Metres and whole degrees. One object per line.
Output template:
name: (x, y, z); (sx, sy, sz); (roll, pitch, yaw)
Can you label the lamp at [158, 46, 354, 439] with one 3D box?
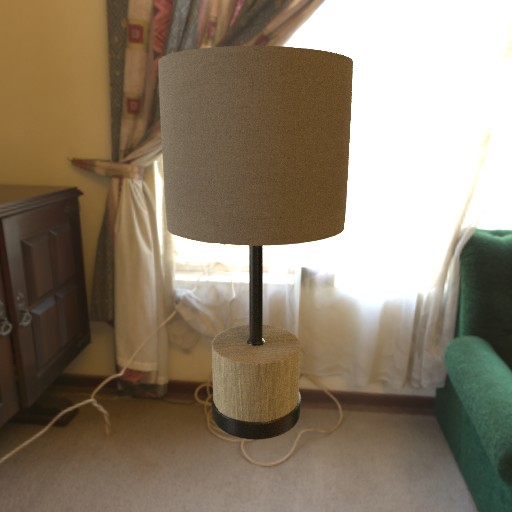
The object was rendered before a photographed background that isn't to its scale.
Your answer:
lamp: (0.000, 0.000, 0.586); (0.229, 0.470, 0.229); (-3, 15, -9)
